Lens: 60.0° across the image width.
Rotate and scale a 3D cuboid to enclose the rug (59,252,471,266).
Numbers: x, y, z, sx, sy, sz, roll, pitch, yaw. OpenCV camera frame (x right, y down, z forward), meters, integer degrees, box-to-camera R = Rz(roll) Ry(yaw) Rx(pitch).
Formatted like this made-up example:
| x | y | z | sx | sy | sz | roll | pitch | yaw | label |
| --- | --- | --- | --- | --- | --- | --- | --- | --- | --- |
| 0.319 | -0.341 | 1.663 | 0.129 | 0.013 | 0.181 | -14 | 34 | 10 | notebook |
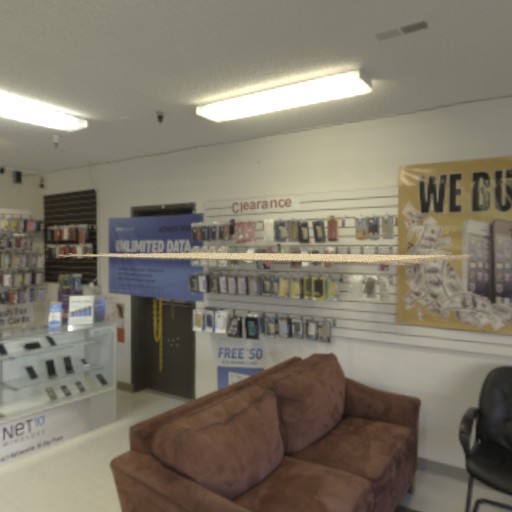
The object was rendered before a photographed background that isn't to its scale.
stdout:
| x | y | z | sx | sy | sz | roll | pitch | yaw | label |
| --- | --- | --- | --- | --- | --- | --- | --- | --- | --- |
| 0.000 | 0.000 | 3.132 | 2.523 | 0.034 | 1.528 | 1 | 2 | 37 | rug |
